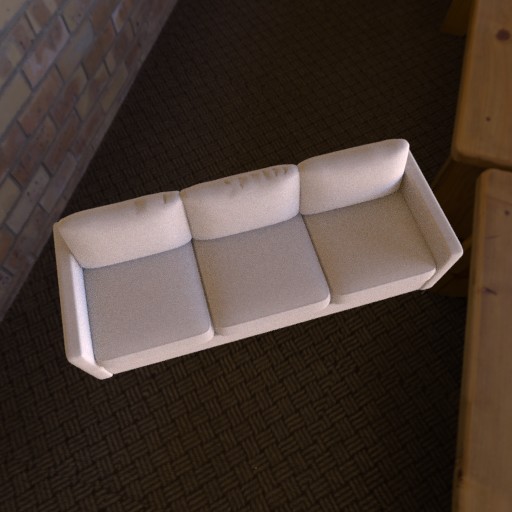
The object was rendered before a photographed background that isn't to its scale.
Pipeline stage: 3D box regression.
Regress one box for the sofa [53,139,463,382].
[{"bbox_3d":[0.000,0.000,2.720,2.218,0.874,0.859,-14,65,-7],"label":"sofa"}]
